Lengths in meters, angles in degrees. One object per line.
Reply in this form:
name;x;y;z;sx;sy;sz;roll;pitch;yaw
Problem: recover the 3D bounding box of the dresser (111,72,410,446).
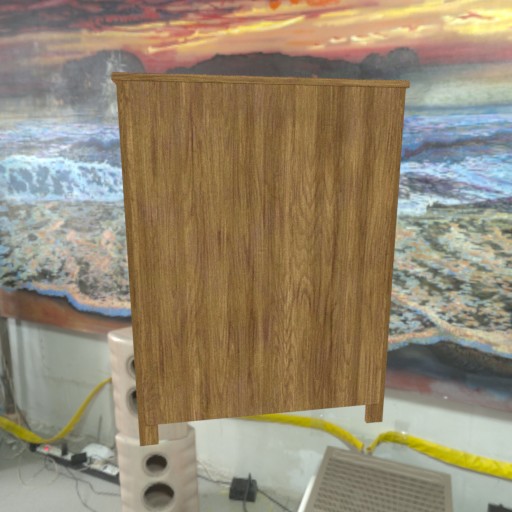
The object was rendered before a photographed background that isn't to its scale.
dresser;0.000;0.000;1.998;1.081;1.431;0.558;-2;13;-9
